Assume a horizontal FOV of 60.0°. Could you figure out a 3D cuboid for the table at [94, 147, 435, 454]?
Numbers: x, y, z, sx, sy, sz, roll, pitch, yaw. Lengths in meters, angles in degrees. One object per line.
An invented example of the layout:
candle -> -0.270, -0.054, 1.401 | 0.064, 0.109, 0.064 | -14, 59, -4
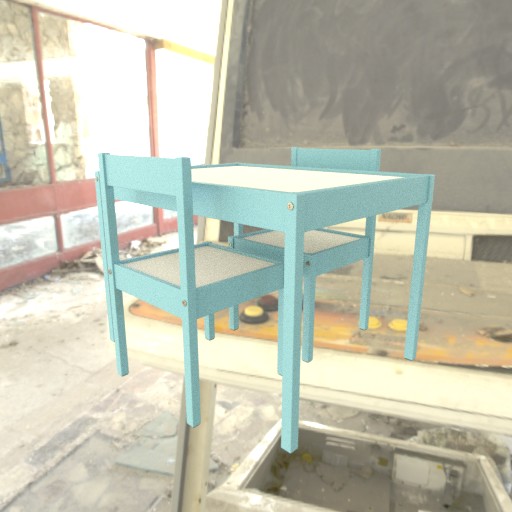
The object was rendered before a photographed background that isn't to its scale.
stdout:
table -> 0.000, 0.000, 1.086 | 0.639, 0.503, 0.633 | 14, 21, 43
